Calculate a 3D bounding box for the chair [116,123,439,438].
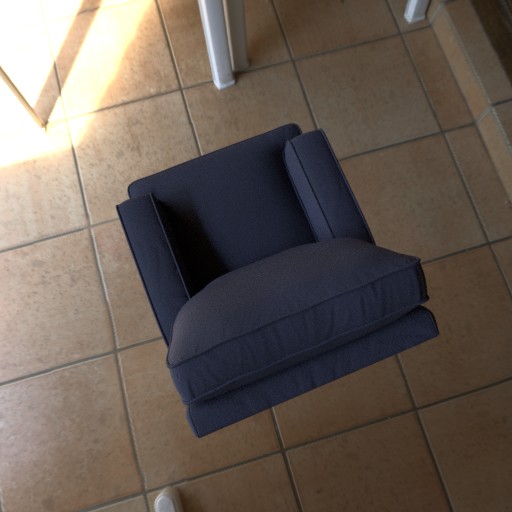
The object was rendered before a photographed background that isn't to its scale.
[{"bbox_3d":[0.000,0.000,1.662,0.861,0.962,0.964,-22,78,-5],"label":"chair"}]
